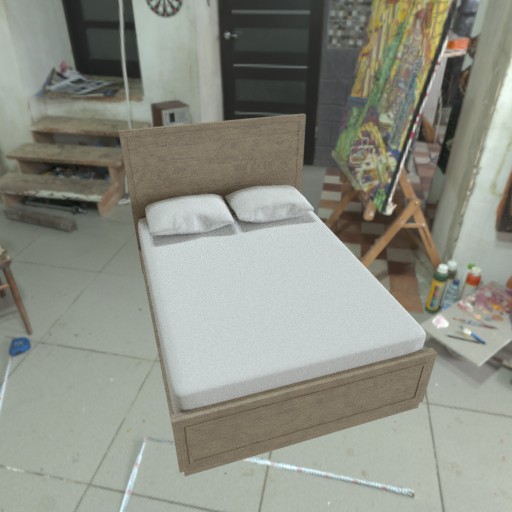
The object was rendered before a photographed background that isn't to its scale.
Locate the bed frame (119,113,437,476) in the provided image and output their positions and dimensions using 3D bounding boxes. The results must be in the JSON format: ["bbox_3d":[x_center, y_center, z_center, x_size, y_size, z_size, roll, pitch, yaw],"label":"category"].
[{"bbox_3d":[0.000,0.000,3.245,1.606,1.369,2.189,-10,34,-15],"label":"bed frame"}]
